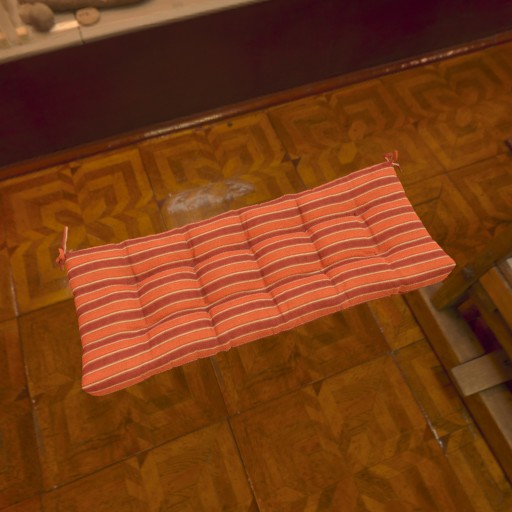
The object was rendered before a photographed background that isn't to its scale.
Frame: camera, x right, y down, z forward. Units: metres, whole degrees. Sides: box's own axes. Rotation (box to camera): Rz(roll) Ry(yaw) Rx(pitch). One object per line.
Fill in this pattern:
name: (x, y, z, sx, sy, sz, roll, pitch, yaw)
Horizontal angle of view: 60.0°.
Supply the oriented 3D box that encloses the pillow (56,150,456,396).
pillow: (0.000, 0.000, 1.375, 1.194, 0.174, 0.511, -17, 64, -8)
